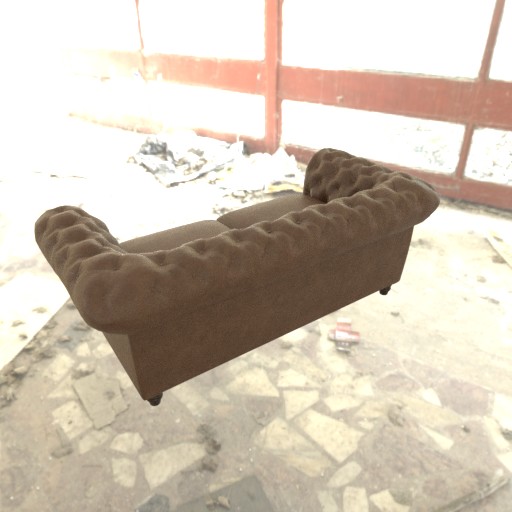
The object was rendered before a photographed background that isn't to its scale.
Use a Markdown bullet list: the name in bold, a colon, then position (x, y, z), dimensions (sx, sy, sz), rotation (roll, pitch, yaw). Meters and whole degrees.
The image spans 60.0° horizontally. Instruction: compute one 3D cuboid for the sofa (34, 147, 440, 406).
- **sofa**: position (0.000, 0.000, 2.485), dimensions (2.048, 0.784, 0.955), rotation (-19, 35, -29)
